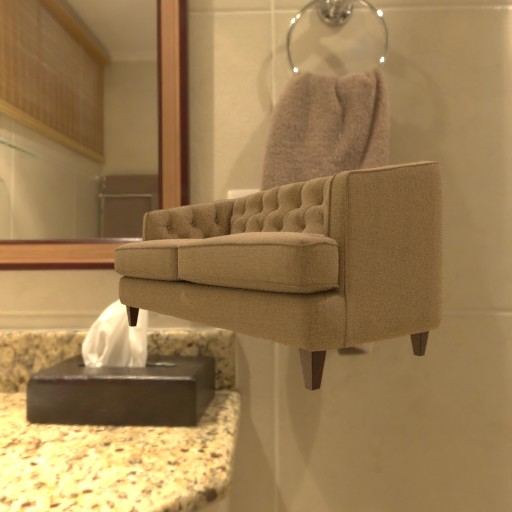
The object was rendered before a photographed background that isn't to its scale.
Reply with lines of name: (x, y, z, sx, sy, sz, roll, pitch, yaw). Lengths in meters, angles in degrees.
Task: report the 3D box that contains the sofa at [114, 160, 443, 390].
sofa: (0.000, 0.000, 2.272, 0.941, 0.855, 1.733, 0, 0, -36)
